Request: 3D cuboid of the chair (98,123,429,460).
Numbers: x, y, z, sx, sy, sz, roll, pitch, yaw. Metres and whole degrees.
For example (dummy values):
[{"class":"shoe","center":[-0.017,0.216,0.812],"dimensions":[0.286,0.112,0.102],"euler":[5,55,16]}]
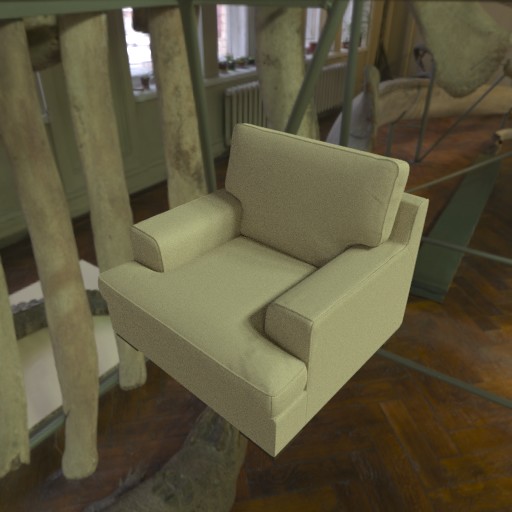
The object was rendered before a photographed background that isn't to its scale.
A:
[{"class":"chair","center":[0.000,0.000,2.184],"dimensions":[1.293,1.005,1.274],"euler":[20,36,29]}]
